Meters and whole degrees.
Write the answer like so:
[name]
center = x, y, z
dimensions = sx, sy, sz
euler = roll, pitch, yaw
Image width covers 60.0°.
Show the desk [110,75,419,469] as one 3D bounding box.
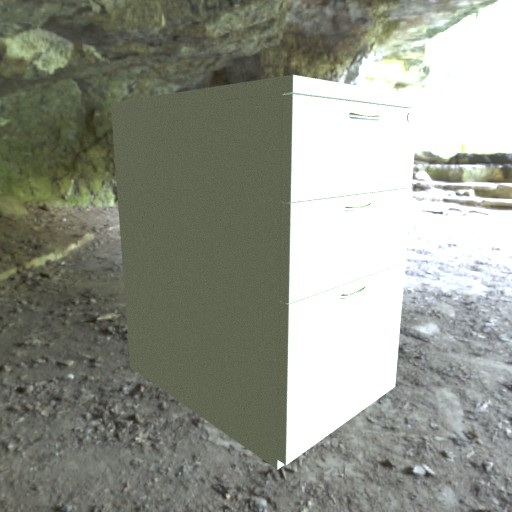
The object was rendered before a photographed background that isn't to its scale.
[desk]
center = 0.000, 0.000, 1.090
dimensions = 0.404, 0.730, 0.600
euler = -13, 19, -43
